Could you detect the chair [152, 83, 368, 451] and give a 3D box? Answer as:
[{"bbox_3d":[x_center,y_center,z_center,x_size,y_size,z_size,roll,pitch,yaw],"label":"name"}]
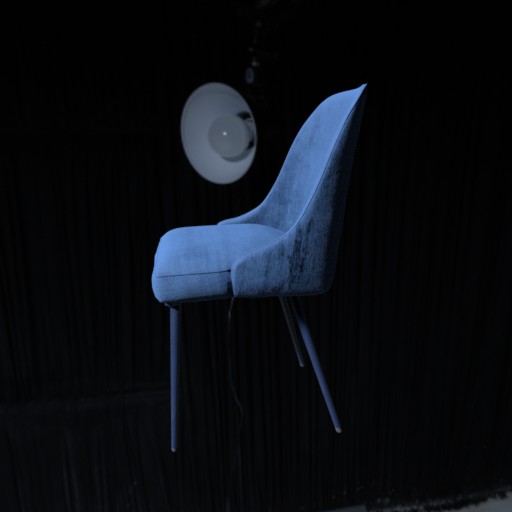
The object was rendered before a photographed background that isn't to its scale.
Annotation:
[{"bbox_3d":[0.000,0.000,1.241,0.559,0.896,0.478,-2,14,-9],"label":"chair"}]
